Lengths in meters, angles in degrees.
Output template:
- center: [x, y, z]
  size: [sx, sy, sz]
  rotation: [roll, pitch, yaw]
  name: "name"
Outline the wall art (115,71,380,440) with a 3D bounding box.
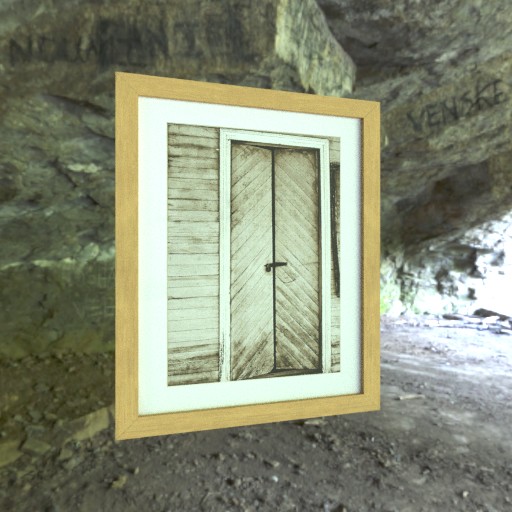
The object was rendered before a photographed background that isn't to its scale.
- center: [0.000, 0.000, 0.516]
  size: [0.312, 0.380, 0.030]
  rotation: [0, 0, -17]
  name: "wall art"
